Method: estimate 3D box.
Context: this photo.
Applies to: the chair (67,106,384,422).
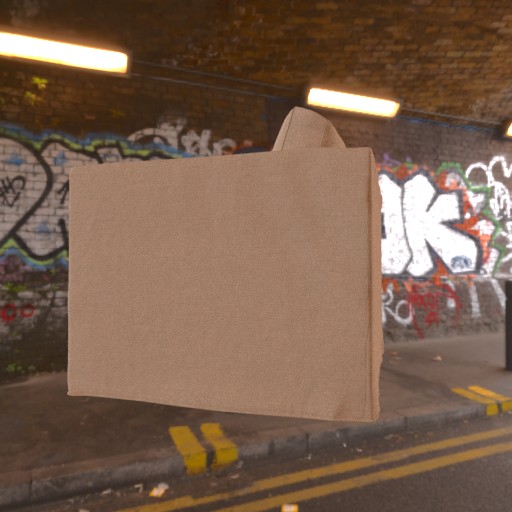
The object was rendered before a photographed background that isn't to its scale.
[{"bbox_3d":[0.000,0.000,1.728,0.949,0.867,1.057,0,-1,17],"label":"chair"}]
